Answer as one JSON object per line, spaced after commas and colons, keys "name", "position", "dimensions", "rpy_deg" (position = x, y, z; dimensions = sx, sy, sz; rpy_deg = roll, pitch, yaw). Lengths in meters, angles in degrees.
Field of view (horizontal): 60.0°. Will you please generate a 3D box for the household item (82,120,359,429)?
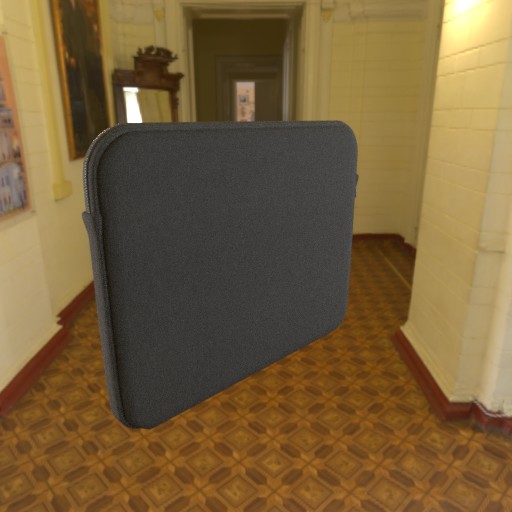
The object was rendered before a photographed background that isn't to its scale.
{"name": "household item", "position": [0.000, 0.000, 0.524], "dimensions": [0.396, 0.305, 0.030], "rpy_deg": [-16, 24, -42]}
